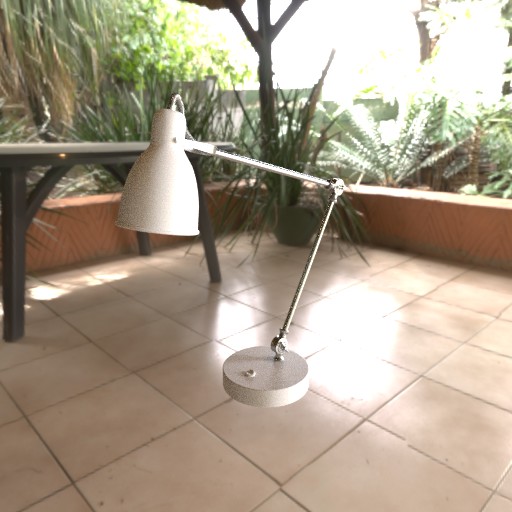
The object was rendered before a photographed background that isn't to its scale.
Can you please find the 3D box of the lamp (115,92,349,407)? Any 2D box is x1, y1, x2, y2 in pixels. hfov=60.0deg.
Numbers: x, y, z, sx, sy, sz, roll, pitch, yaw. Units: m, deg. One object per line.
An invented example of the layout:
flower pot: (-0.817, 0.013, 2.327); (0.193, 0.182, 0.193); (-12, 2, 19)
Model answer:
lamp: (0.000, 0.000, 0.869); (0.561, 0.587, 0.187); (-15, 22, -42)
